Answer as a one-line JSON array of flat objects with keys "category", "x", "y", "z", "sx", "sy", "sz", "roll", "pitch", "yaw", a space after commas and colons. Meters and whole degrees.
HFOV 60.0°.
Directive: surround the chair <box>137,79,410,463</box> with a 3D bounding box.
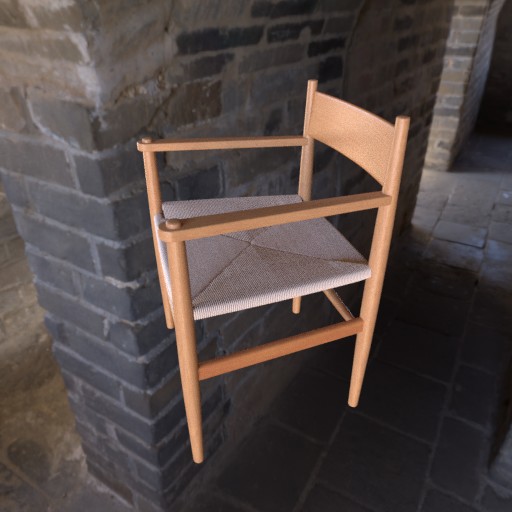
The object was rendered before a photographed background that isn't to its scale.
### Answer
[{"category": "chair", "x": 0.000, "y": 0.000, "z": 1.131, "sx": 0.495, "sy": 0.762, "sz": 0.556, "roll": -9, "pitch": 32, "yaw": -14}]
